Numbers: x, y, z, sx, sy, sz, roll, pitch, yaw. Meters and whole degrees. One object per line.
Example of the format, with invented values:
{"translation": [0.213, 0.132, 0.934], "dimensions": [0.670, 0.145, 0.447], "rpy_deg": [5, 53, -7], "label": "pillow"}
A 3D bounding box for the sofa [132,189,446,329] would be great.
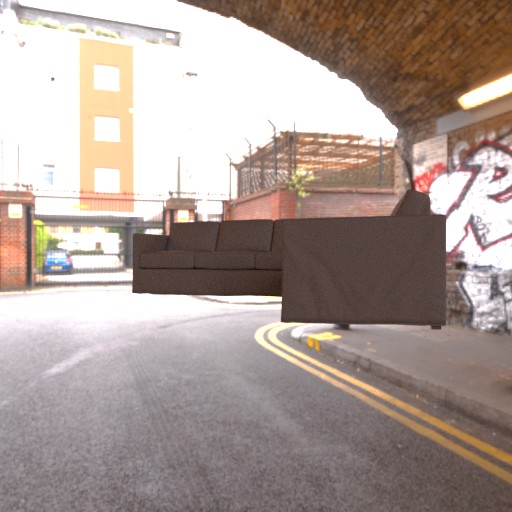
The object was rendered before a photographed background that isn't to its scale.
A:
{"translation": [0.000, 0.000, 4.246], "dimensions": [3.182, 0.871, 2.432], "rpy_deg": [0, 0, 19], "label": "sofa"}
